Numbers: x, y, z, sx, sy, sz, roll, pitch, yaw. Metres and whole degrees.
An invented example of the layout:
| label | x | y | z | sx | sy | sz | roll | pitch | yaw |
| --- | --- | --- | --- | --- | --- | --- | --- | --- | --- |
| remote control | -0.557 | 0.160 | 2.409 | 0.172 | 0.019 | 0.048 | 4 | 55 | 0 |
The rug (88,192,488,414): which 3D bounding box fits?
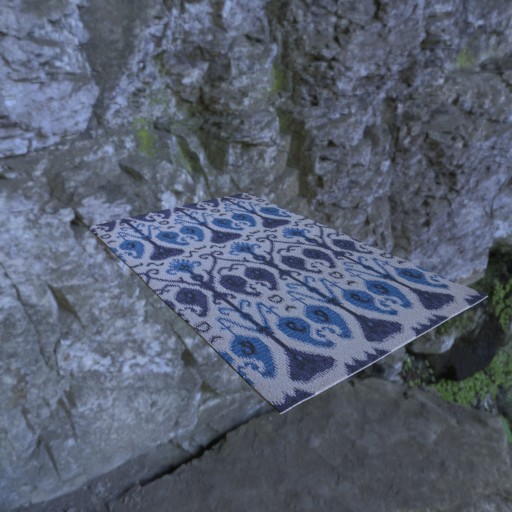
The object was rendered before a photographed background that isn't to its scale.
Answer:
| label | x | y | z | sx | sy | sz | roll | pitch | yaw |
| --- | --- | --- | --- | --- | --- | --- | --- | --- | --- |
| rug | 0.000 | 0.000 | 2.109 | 1.072 | 0.013 | 1.698 | -17 | 31 | -32 |
